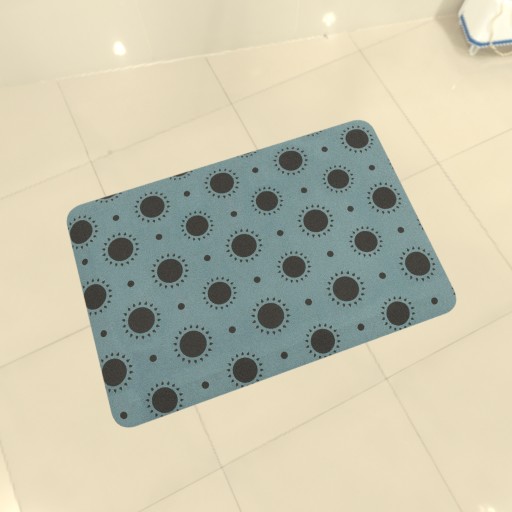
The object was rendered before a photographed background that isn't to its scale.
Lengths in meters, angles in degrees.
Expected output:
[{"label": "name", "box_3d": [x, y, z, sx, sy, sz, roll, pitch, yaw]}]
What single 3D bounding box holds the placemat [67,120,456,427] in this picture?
[{"label": "placemat", "box_3d": [0.000, 0.000, 0.979, 0.762, 0.021, 0.508, -18, 73, -6]}]
